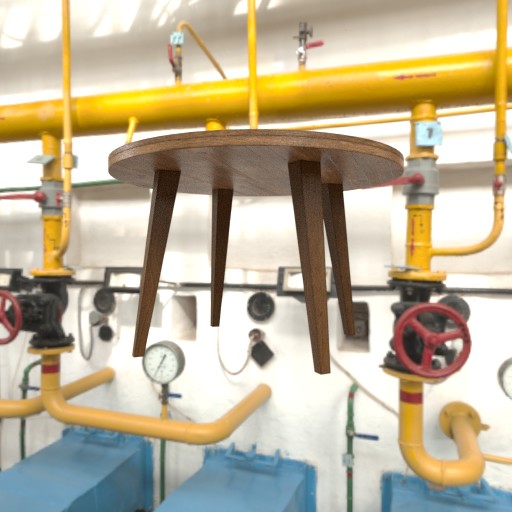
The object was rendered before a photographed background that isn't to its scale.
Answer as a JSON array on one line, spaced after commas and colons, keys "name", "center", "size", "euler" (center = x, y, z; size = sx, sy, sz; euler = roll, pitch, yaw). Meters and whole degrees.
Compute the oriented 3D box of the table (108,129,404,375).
[{"name": "table", "center": [0.000, 0.000, 1.919], "size": [1.213, 0.764, 1.213], "euler": [0, 1, 0]}]
